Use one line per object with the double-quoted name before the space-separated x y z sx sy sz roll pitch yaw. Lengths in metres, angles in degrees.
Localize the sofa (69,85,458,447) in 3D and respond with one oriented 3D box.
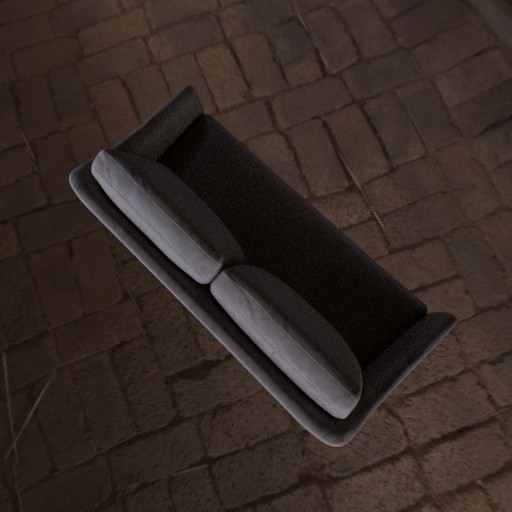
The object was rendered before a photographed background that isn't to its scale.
"sofa" 0.000 0.000 2.510 2.036 0.902 0.960 43 79 11
